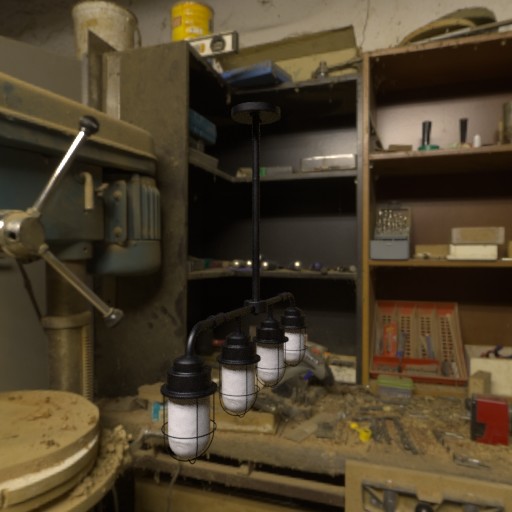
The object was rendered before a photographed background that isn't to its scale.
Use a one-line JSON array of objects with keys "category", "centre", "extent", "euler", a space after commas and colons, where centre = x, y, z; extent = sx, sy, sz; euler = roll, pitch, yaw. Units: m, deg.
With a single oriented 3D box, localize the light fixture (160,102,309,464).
[{"category": "light fixture", "centre": [0.000, 0.000, 1.199], "extent": [0.131, 0.785, 0.852], "euler": [0, 1, 20]}]
